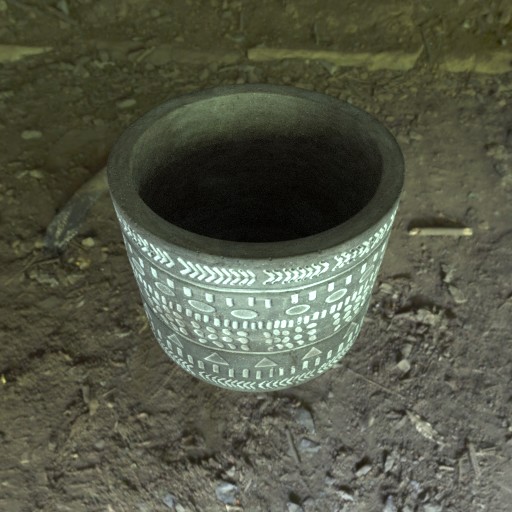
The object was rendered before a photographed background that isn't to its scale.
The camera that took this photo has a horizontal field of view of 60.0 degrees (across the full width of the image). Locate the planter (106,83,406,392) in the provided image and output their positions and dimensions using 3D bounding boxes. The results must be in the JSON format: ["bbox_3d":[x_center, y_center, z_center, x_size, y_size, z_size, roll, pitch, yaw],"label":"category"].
[{"bbox_3d":[0.000,0.000,0.267,0.142,0.149,0.142,0,47,0],"label":"planter"}]
